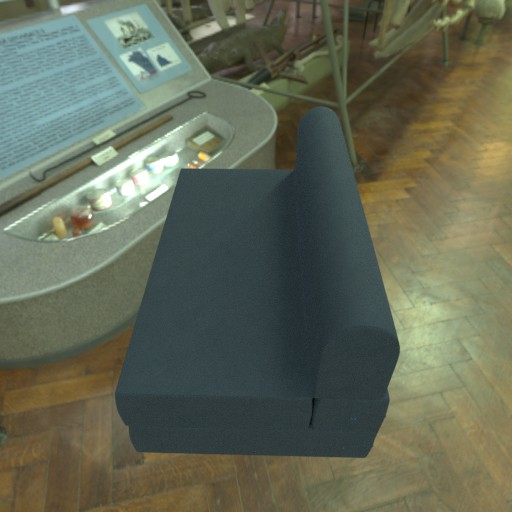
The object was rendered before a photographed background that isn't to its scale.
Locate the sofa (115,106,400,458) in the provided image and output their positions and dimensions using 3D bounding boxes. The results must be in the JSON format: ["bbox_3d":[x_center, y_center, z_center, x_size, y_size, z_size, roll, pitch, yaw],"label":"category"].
[{"bbox_3d":[0.000,0.000,1.661,0.762,0.660,1.219,1,41,1],"label":"sofa"}]
